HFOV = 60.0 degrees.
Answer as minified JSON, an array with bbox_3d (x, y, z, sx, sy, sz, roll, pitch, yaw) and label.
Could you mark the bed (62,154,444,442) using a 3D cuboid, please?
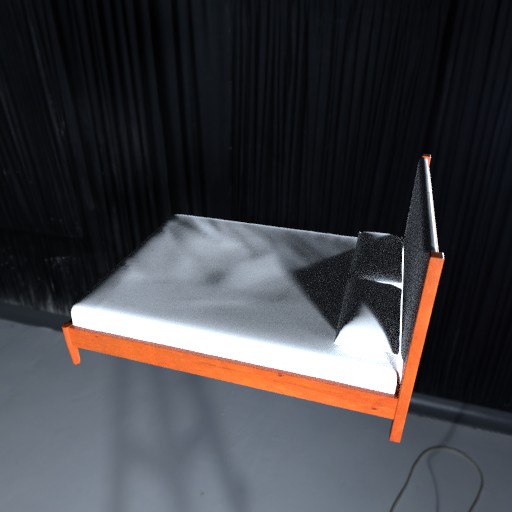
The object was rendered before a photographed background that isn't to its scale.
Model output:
[{"bbox_3d":[0.000,0.000,3.053,2.117,1.165,1.566,9,31,15],"label":"bed"}]
